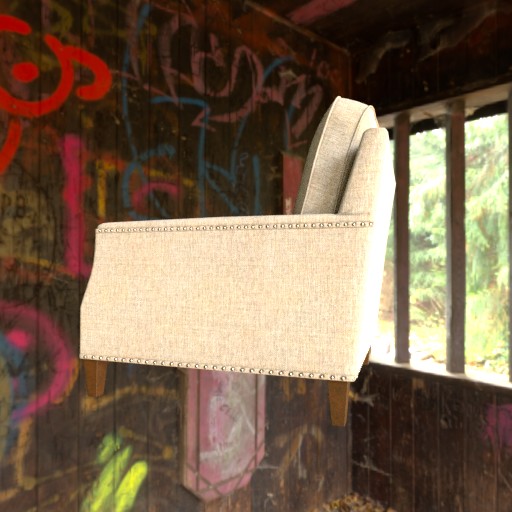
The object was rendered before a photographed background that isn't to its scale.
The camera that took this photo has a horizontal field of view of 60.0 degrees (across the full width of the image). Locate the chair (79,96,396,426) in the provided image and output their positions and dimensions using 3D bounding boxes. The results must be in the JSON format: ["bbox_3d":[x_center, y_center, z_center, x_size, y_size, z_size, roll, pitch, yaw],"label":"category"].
[{"bbox_3d":[0.000,0.000,1.715,1.014,0.943,0.853,0,-1,19],"label":"chair"}]
